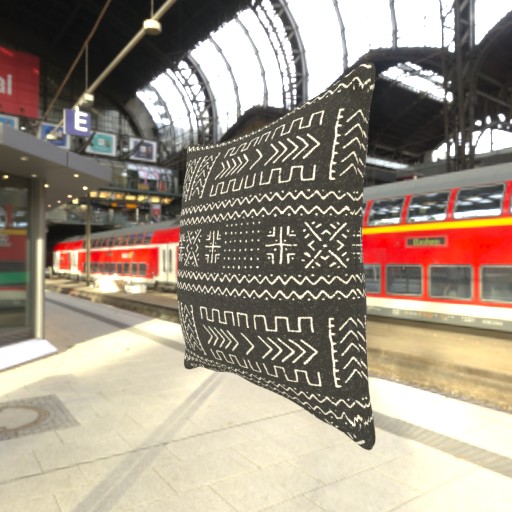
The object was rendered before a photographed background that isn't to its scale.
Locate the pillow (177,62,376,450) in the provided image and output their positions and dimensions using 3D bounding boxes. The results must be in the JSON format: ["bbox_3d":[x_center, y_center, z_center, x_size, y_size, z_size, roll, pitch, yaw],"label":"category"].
[{"bbox_3d":[0.000,0.000,0.662,0.164,0.430,0.438,0,-1,-36],"label":"pillow"}]
